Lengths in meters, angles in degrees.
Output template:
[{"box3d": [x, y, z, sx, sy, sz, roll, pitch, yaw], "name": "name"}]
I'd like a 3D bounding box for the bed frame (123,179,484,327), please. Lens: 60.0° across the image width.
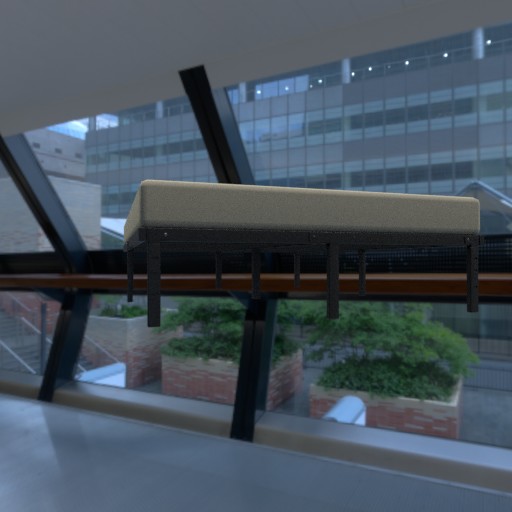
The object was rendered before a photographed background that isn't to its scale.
[{"box3d": [0.000, 0.000, 3.554, 1.990, 0.680, 2.635, 0, -1, -18], "name": "bed frame"}]
